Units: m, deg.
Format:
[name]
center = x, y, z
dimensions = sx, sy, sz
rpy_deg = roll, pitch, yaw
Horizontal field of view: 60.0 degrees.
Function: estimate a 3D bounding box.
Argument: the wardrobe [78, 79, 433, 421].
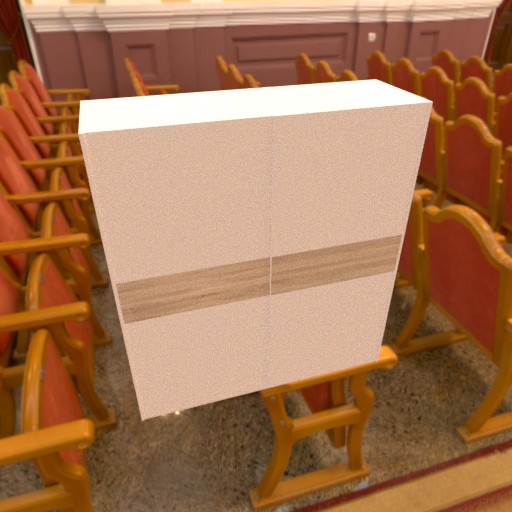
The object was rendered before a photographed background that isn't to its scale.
[wardrobe]
center = 0.000, 0.000, 2.975
dimensions = 1.830, 2.020, 0.600
rpy_deg = -10, 34, -15
